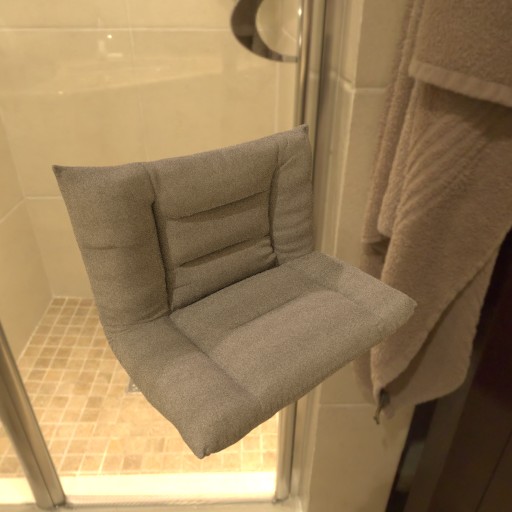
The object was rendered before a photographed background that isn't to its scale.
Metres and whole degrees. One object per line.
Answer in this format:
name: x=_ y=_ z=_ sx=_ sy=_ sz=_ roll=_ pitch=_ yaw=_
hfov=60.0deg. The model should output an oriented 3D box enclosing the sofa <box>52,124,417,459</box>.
sofa: x=0.000 y=0.000 z=1.702 sx=1.144 sy=0.795 sz=0.847 roll=-22 pitch=37 yaw=-33
